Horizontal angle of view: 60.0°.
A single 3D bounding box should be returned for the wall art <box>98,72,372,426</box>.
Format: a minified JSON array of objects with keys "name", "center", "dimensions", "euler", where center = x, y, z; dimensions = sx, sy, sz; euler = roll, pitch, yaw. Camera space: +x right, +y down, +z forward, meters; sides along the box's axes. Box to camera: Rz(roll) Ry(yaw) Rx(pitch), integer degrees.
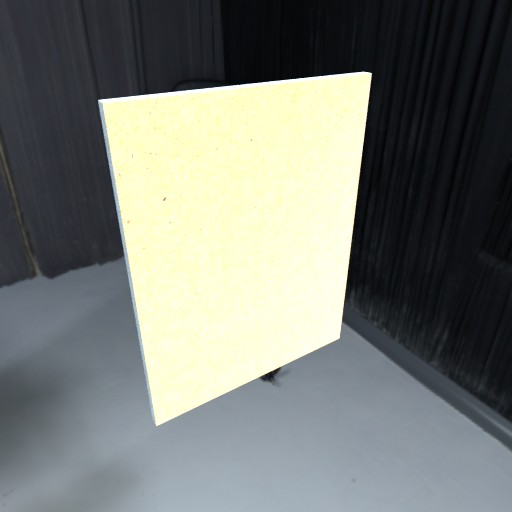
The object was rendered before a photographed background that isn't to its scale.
[{"name":"wall art","center":[0.000,0.000,0.841],"dimensions":[0.481,0.613,0.020],"euler":[-18,35,-28]}]
